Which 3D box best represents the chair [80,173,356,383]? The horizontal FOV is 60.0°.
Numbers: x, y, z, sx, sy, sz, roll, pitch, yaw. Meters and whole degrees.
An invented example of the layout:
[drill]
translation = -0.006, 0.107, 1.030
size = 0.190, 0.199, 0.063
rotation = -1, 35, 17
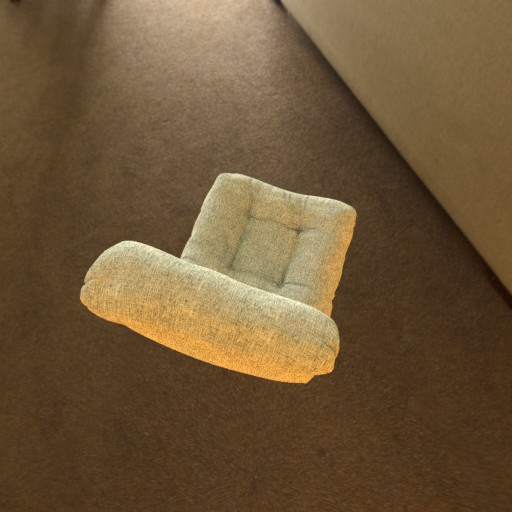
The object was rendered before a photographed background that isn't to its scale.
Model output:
[chair]
translation = 0.000, 0.000, 0.989
size = 0.400, 0.600, 0.583
rotation = 16, 65, 8
